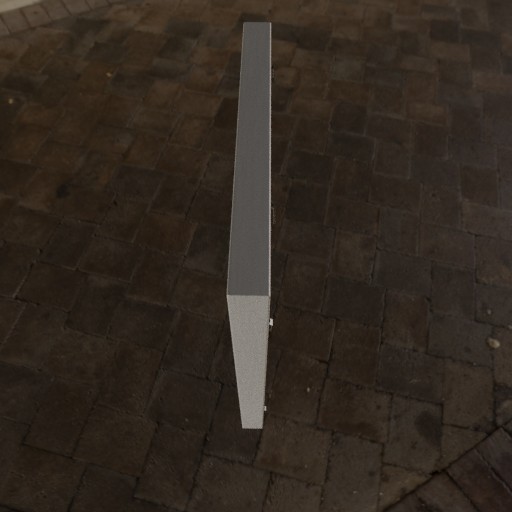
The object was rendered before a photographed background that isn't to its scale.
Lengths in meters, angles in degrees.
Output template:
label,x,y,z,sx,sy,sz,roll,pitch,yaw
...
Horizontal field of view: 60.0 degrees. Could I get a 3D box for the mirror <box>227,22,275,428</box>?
label,x,y,z,sx,sy,sz,roll,pitch,yaw
mirror,0.000,0.000,0.687,0.041,0.508,0.405,1,57,1
